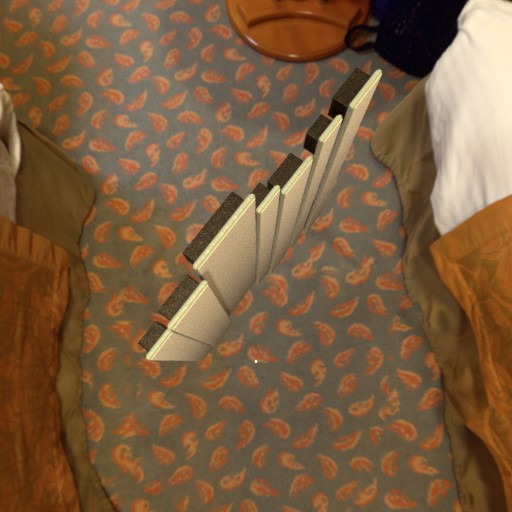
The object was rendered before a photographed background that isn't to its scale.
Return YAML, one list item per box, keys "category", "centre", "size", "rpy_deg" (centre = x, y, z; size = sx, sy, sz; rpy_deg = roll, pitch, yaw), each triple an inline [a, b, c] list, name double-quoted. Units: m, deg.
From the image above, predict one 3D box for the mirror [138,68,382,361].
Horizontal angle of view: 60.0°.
- category: "mirror"
  centre: [0.000, 0.000, 0.793]
  size: [0.058, 0.611, 0.445]
  rpy_deg: [36, 79, 8]
